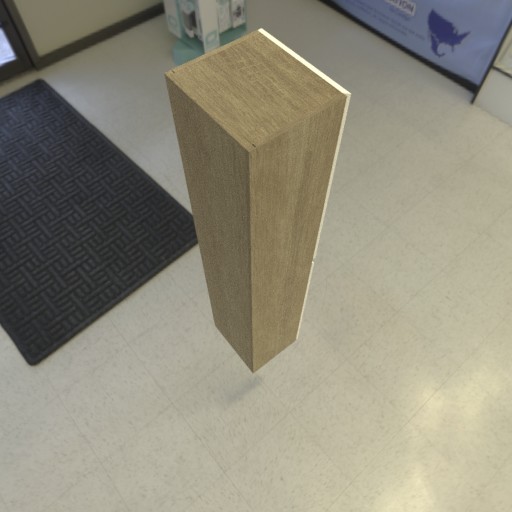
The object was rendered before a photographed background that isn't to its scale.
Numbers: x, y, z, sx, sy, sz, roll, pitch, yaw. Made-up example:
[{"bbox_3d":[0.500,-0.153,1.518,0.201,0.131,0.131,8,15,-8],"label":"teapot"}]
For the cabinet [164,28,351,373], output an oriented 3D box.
[{"bbox_3d":[0.000,0.000,1.538,0.270,1.400,0.300,-34,64,-19],"label":"cabinet"}]
